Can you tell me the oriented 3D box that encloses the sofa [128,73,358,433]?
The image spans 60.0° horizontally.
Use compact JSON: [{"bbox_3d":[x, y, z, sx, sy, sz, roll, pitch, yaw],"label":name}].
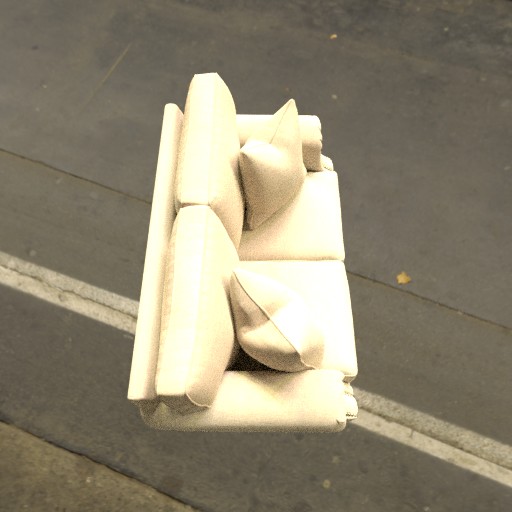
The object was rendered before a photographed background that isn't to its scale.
[{"bbox_3d":[0.000,0.000,2.264,0.966,0.966,1.701,0,62,0],"label":"sofa"}]
